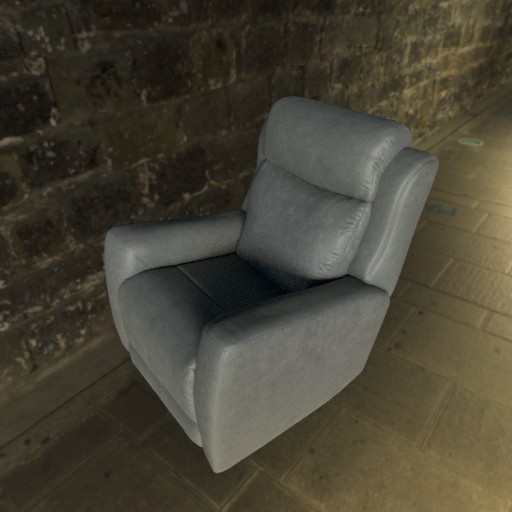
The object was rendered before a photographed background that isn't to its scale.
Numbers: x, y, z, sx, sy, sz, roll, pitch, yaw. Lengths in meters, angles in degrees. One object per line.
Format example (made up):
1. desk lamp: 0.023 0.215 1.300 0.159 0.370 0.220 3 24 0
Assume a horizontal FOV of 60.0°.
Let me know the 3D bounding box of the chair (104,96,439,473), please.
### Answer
1. chair: 0.000 0.000 1.885 1.068 1.116 0.965 -21 38 -30
